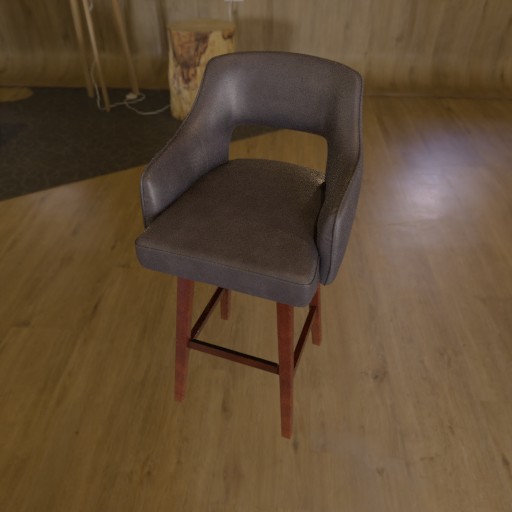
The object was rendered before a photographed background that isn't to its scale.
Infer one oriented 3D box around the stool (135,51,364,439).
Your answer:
[{"bbox_3d":[0.000,0.000,1.357,0.550,1.041,0.560,13,41,15],"label":"stool"}]
